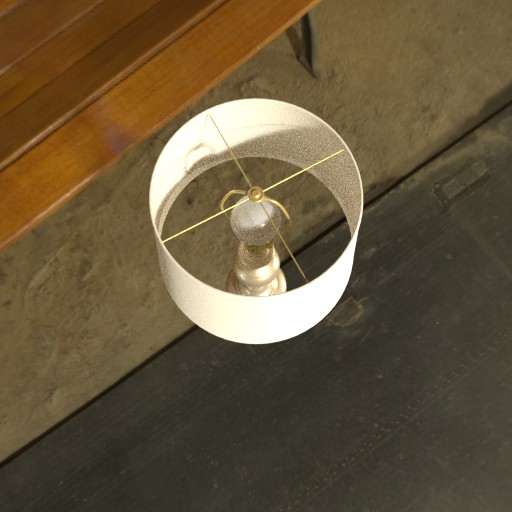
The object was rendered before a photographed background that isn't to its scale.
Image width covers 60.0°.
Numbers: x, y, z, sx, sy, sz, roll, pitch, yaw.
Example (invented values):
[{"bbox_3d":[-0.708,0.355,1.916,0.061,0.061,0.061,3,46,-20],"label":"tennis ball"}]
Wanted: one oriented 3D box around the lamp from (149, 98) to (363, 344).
[{"bbox_3d":[0.000,0.000,0.822,0.328,0.612,0.328,0,76,0],"label":"lamp"}]
